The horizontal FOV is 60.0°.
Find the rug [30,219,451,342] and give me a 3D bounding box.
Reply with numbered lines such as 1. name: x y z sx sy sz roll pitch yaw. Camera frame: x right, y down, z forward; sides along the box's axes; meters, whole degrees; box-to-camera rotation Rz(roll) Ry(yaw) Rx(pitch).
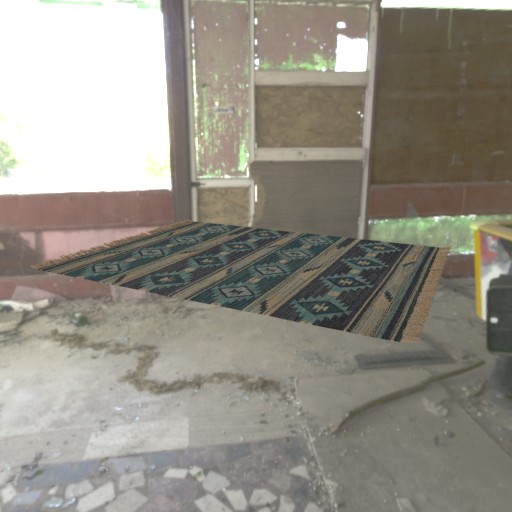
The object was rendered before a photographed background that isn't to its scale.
1. rug: 0.000 0.000 4.250 3.307 0.047 2.418 8 17 26
